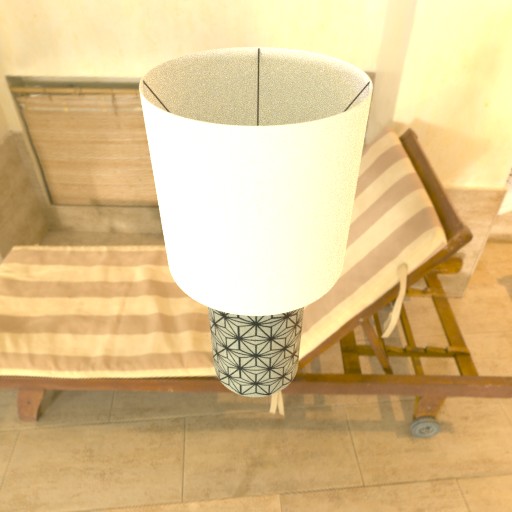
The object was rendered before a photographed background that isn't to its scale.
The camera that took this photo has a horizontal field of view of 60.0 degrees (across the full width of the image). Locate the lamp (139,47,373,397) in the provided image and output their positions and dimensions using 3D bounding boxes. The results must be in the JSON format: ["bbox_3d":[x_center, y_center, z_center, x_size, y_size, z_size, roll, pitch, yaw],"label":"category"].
[{"bbox_3d":[0.000,0.000,0.532,0.206,0.416,0.206,1,40,1],"label":"lamp"}]
